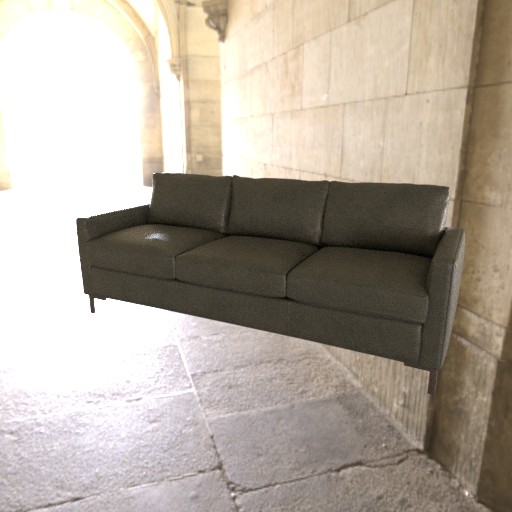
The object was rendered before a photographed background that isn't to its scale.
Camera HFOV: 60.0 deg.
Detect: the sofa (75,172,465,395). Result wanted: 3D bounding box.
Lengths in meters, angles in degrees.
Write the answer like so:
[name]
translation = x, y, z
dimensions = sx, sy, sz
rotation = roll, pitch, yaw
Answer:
[sofa]
translation = 0.000, 0.000, 2.410
dimensions = 2.029, 0.805, 0.748
rotation = 8, 17, 26
